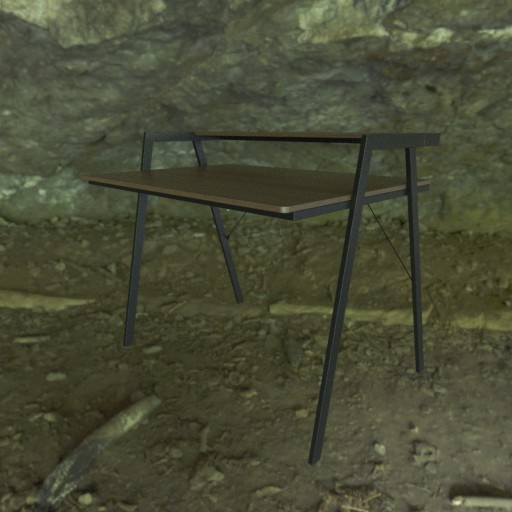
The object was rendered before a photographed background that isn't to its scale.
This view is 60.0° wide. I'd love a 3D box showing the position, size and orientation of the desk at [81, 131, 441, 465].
[{"bbox_3d":[0.000,0.000,1.862,1.143,0.998,0.936,15,22,42],"label":"desk"}]
